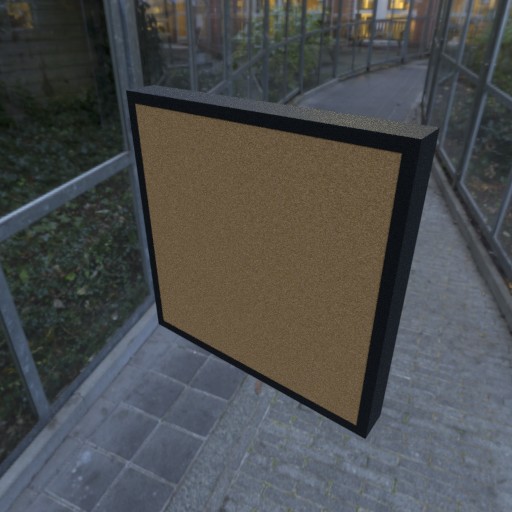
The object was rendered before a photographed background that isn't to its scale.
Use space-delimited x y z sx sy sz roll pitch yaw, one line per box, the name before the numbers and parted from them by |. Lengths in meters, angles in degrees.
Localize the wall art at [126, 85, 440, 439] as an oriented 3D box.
wall art | 0.000 0.000 0.463 0.305 0.304 0.038 21 36 31
